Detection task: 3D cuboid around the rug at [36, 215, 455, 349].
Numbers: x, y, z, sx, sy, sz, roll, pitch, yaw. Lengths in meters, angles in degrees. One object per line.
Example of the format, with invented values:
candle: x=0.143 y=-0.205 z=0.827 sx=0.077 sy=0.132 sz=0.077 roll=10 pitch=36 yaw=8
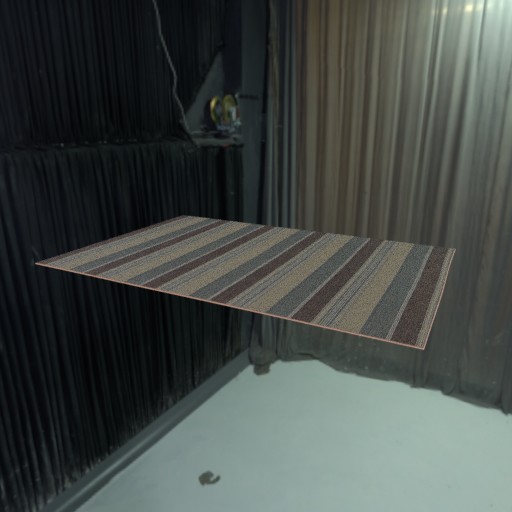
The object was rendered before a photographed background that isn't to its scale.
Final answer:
rug: x=0.000 y=0.000 z=2.310 sx=1.829 sy=0.008 sz=1.219 roll=9 pitch=20 yaw=26
